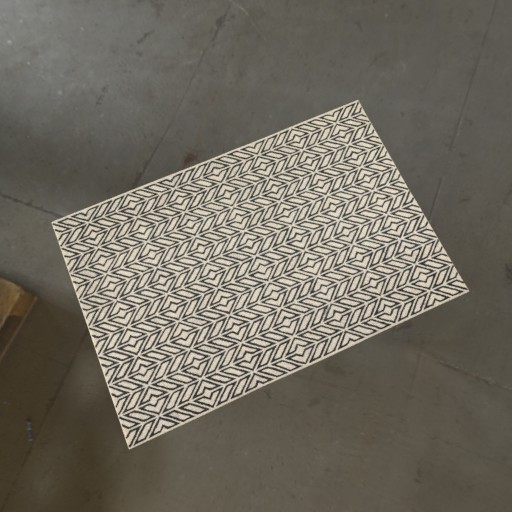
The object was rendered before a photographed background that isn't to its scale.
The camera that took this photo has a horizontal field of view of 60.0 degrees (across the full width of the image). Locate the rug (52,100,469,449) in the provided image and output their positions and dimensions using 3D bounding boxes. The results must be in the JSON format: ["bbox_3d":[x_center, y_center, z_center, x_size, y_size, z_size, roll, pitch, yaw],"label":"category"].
[{"bbox_3d":[0.000,0.000,2.298,1.828,0.007,1.220,-23,76,-6],"label":"rug"}]
